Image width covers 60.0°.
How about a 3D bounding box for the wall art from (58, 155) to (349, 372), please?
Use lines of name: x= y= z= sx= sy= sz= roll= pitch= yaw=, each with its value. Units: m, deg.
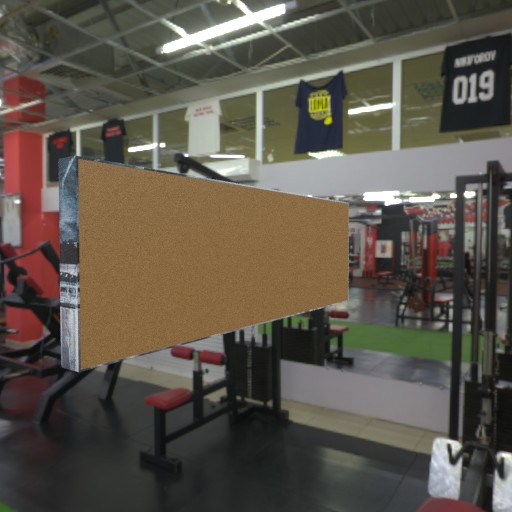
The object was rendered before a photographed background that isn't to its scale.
wall art: x=0.000 y=0.000 z=0.830 sx=0.037 sy=0.251 sz=0.759 roll=1 pitch=2 yaw=36
